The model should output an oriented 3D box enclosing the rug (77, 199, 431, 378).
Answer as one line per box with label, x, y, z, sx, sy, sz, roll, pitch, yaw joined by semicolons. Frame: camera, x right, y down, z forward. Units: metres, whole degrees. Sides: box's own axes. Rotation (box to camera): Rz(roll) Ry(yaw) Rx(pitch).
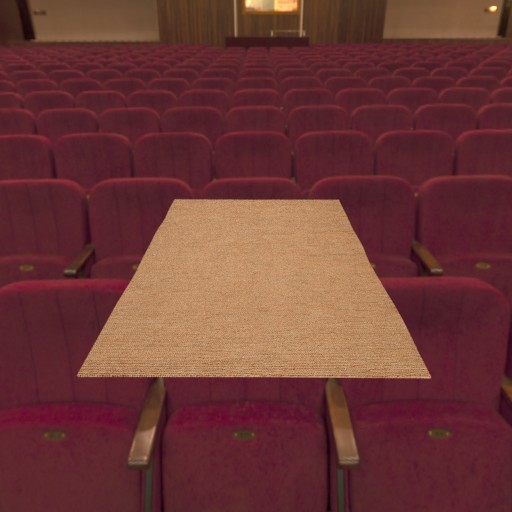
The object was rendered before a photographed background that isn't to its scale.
rug;0.000;0.000;3.005;1.533;0.011;2.439;0;25;0
